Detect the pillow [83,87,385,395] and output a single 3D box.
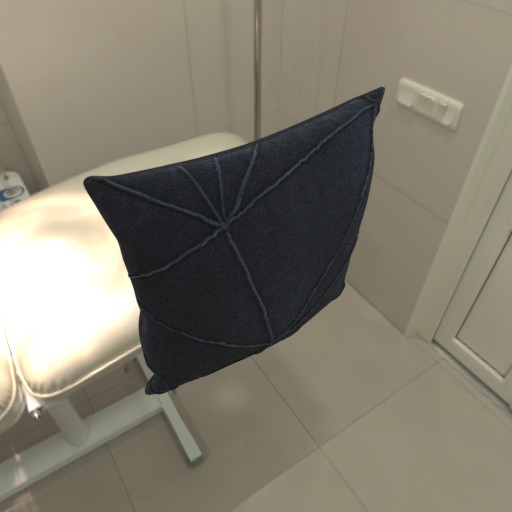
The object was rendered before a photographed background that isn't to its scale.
[{"bbox_3d":[0.000,0.000,0.682,0.439,0.440,0.183,-25,50,-23],"label":"pillow"}]
